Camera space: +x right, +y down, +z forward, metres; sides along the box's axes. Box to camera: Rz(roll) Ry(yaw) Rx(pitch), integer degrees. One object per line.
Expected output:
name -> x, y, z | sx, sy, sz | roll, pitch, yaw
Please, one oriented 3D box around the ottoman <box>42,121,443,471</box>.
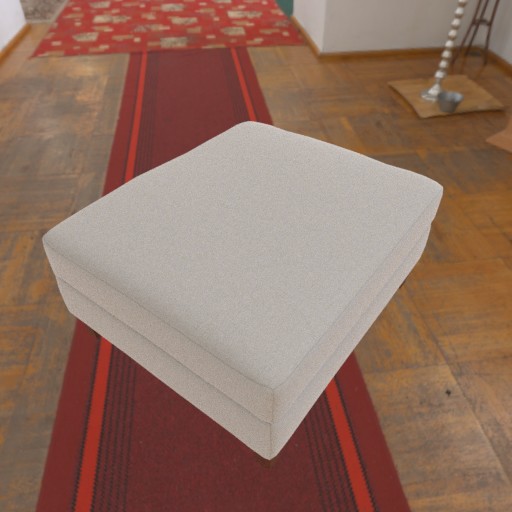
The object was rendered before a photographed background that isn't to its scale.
ottoman -> 0.000, 0.000, 1.458 | 0.836, 0.492, 0.976 | 27, 48, 27
